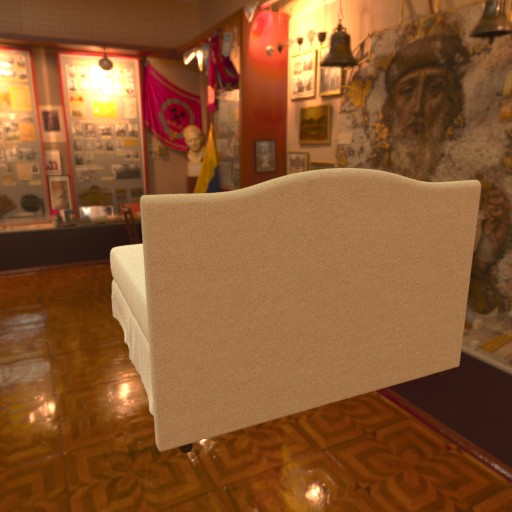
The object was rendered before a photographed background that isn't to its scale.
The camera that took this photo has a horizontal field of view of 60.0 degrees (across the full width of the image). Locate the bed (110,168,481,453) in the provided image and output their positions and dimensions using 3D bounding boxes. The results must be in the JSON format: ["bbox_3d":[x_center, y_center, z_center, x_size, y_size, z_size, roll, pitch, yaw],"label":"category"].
[{"bbox_3d":[0.000,0.000,3.411,2.083,1.421,2.182,-6,15,-24],"label":"bed"}]
